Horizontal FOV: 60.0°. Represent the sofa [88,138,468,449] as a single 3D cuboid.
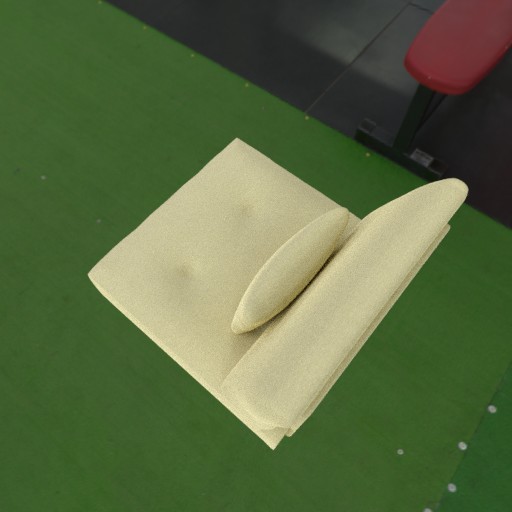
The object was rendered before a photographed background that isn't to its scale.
[{"bbox_3d":[0.000,0.000,1.682,1.000,0.820,0.930,37,69,17],"label":"sofa"}]
